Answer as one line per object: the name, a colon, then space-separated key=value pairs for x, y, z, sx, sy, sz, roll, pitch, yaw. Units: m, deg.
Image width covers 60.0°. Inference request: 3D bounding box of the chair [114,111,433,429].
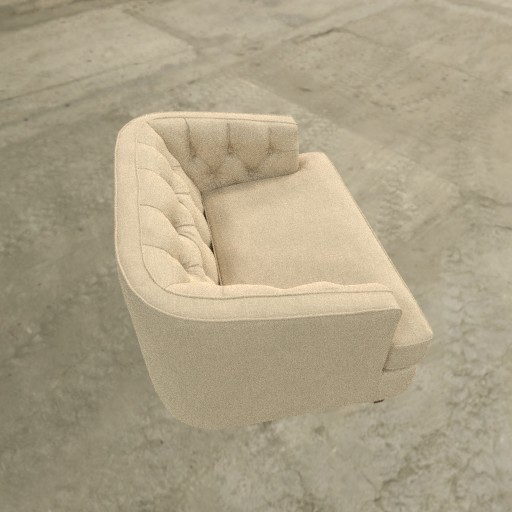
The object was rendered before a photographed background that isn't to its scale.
chair: x=0.000 y=0.000 z=1.708 sx=0.914 sy=0.787 sz=1.118 roll=-9 pitch=46 yaw=-9
